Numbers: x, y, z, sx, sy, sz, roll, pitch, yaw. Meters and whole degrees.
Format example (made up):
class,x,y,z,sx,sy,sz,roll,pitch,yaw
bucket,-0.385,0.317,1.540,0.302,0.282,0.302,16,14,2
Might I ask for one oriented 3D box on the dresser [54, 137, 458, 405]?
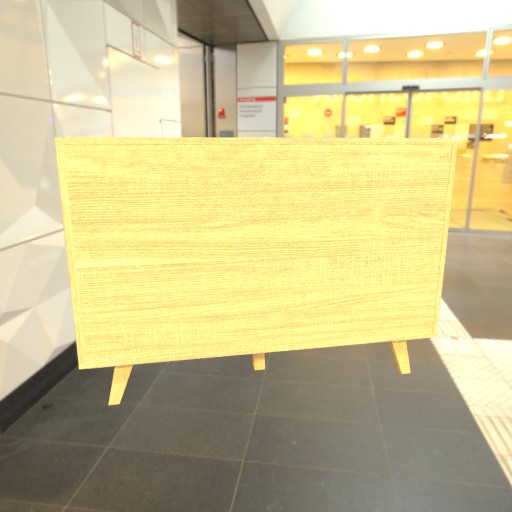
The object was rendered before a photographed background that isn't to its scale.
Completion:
class,x,y,z,sx,sy,sz,roll,pitch,yaw
dresser,0.000,0.000,1.527,1.110,0.780,0.500,-3,14,-11
